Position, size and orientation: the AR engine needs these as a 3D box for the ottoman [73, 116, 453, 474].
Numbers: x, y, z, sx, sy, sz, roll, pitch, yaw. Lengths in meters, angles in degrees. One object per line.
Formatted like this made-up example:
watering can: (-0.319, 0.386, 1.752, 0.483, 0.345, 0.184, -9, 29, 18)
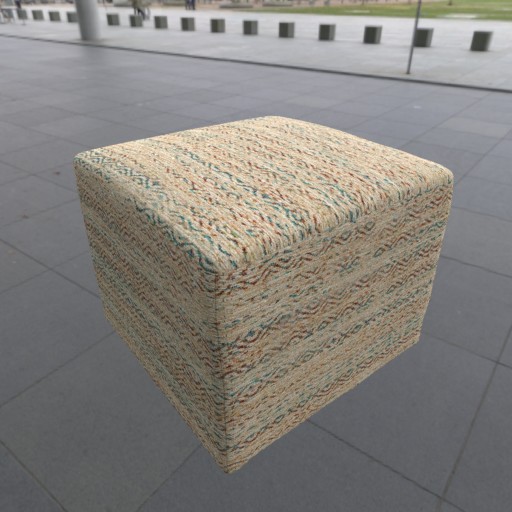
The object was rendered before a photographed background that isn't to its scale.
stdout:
ottoman: (0.000, 0.000, 0.900, 0.521, 0.453, 0.512, -22, 37, -32)
